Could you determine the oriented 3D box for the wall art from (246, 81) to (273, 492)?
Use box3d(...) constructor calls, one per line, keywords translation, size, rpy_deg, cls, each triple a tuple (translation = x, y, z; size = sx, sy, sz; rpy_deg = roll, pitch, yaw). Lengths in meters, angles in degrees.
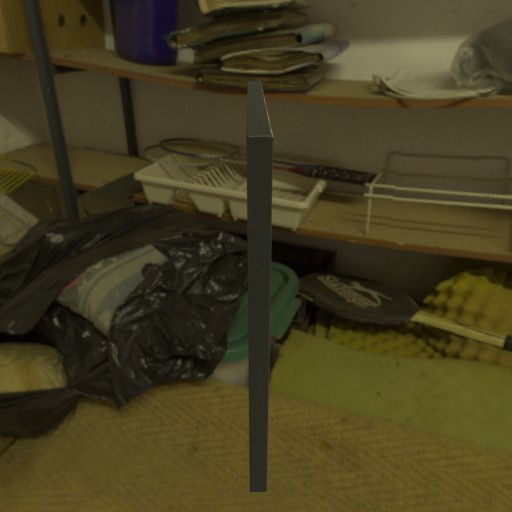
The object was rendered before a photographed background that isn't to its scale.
box3d(translation=(0.000, 0.000, 0.450), size=(0.015, 0.303, 0.304), rpy_deg=(0, 27, -1), cls="wall art")
